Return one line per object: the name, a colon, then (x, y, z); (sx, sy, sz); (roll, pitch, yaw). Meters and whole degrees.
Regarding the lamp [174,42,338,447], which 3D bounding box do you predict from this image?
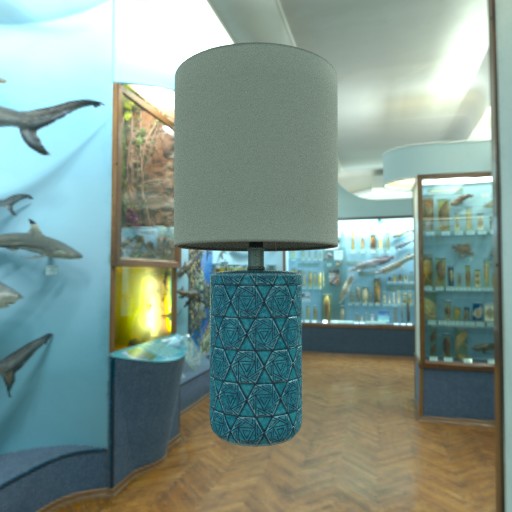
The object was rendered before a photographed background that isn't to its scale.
lamp: (0.000, 0.000, 0.757); (0.278, 0.597, 0.278); (-1, -2, 18)
